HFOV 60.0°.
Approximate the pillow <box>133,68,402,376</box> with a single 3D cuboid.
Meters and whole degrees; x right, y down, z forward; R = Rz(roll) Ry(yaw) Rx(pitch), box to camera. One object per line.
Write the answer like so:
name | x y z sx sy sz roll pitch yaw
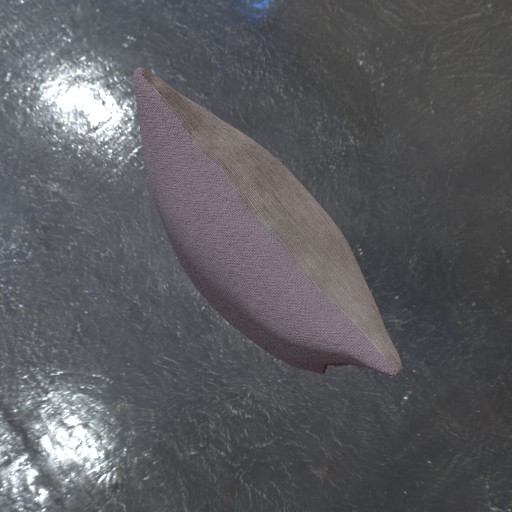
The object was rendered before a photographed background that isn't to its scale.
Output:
pillow | 0.000 0.000 0.681 0.204 0.439 0.452 -37 77 -10
